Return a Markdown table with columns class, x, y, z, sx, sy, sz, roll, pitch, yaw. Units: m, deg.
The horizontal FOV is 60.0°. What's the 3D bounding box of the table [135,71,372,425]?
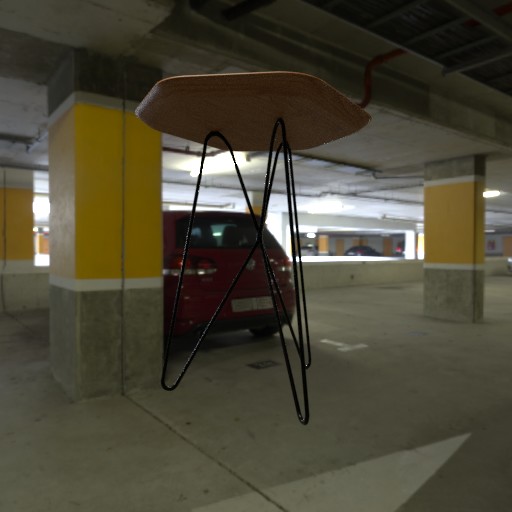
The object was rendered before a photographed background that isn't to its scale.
| class | x | y | z | sx | sy | sz | roll | pitch | yaw |
| --- | --- | --- | --- | --- | --- | --- | --- | --- | --- |
| table | 0.000 | 0.000 | 0.903 | 0.400 | 0.562 | 0.500 | 1 | 1 | 34 |
